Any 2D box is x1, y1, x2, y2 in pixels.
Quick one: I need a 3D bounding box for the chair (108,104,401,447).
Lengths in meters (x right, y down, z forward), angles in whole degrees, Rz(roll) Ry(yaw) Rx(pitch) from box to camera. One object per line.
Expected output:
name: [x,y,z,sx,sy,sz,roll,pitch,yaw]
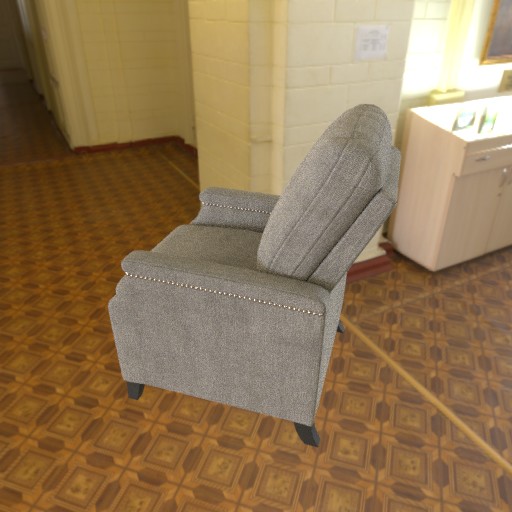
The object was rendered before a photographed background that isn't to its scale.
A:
chair: [0.000,0.000,1.654,0.922,1.049,0.710,9,30,15]
